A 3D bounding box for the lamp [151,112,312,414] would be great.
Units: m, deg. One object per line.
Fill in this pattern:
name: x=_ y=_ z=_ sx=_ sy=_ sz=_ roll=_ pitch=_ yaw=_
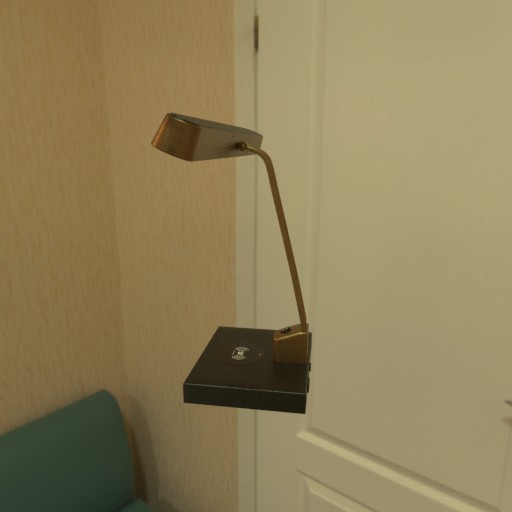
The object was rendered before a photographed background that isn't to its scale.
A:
lamp: x=0.000 y=0.000 z=0.598 sx=0.156 sy=0.345 sz=0.412 roll=2 pitch=14 yaw=9
